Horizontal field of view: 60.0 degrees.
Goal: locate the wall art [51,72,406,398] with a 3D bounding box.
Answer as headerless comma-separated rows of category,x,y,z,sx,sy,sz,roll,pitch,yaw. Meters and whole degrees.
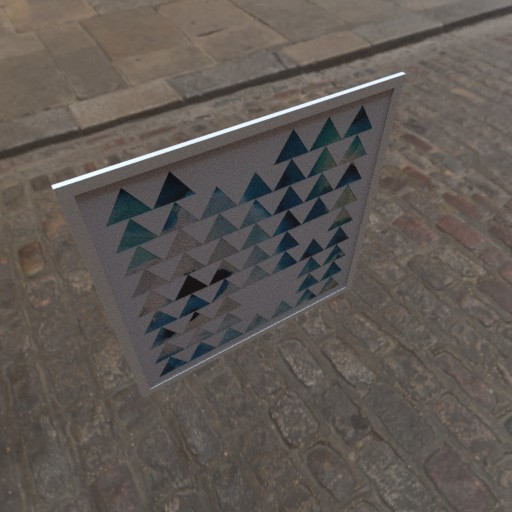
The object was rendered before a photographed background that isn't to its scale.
wall art,0.000,0.000,0.672,0.456,0.456,0.007,-24,52,-20
